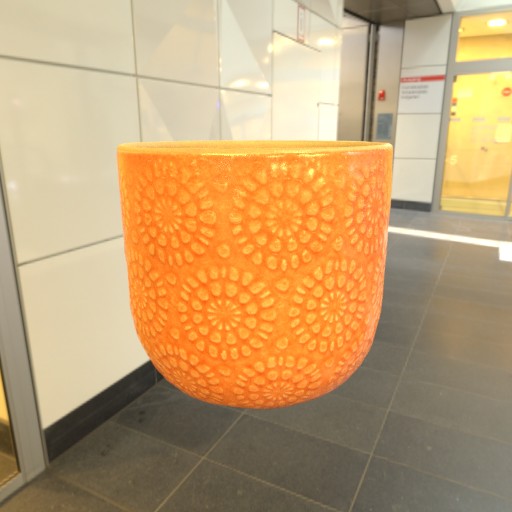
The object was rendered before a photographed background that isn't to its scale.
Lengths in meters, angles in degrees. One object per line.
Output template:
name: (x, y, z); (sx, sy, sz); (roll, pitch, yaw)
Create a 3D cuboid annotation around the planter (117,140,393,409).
planter: (0.000, 0.000, 0.293); (0.170, 0.152, 0.170); (0, 16, 0)
